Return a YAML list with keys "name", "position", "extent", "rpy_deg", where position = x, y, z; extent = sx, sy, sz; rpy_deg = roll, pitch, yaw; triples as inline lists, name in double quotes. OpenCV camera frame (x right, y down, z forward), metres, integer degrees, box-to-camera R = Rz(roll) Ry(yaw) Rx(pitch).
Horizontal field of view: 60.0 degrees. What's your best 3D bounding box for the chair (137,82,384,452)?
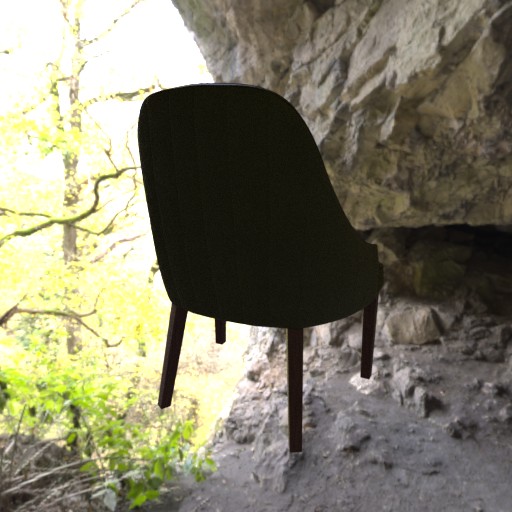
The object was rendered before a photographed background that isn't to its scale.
- name: "chair"
  position: [0.000, 0.000, 1.290]
  extent: [0.643, 0.889, 0.575]
  rpy_deg: [7, 16, 26]
